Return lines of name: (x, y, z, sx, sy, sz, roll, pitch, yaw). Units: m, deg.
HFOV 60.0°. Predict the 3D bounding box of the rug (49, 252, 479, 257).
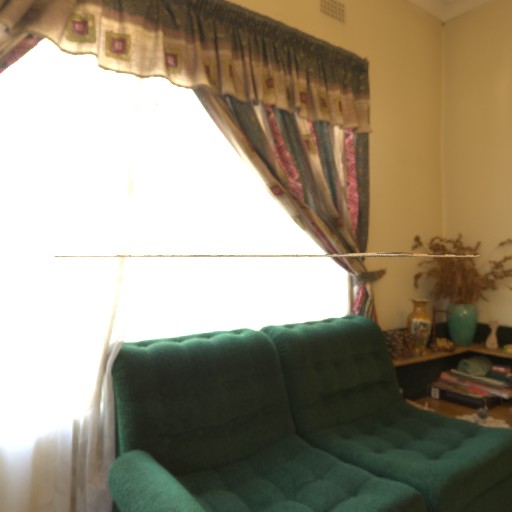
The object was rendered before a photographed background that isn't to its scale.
rug: (0.000, 0.000, 2.054, 1.698, 0.013, 1.072, 0, 0, 37)
